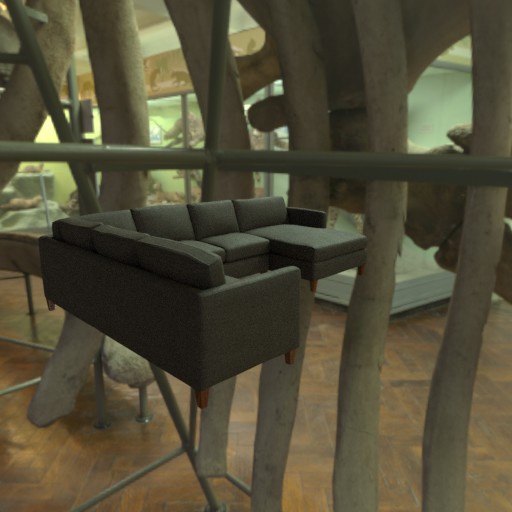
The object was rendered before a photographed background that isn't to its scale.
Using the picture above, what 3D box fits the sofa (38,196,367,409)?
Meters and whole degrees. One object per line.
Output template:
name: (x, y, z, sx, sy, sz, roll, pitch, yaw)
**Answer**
sofa: (0.000, 0.000, 4.630, 3.460, 0.961, 2.594, -13, 18, -43)
